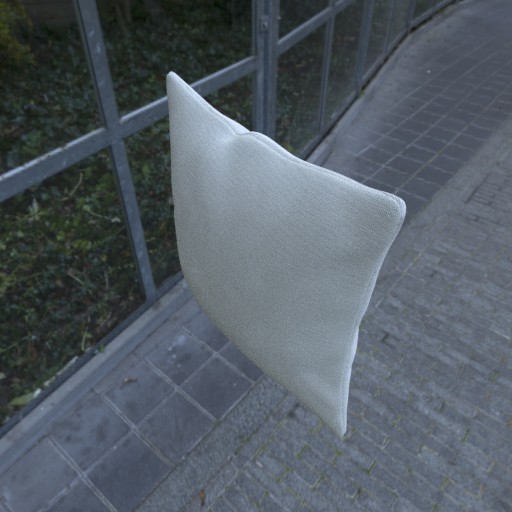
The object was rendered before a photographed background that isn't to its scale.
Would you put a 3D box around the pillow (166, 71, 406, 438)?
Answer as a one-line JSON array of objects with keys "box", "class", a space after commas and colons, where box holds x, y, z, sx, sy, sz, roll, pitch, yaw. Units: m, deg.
[{"box": [0.000, 0.000, 0.655, 0.162, 0.420, 0.437, -26, 47, -27], "class": "pillow"}]
